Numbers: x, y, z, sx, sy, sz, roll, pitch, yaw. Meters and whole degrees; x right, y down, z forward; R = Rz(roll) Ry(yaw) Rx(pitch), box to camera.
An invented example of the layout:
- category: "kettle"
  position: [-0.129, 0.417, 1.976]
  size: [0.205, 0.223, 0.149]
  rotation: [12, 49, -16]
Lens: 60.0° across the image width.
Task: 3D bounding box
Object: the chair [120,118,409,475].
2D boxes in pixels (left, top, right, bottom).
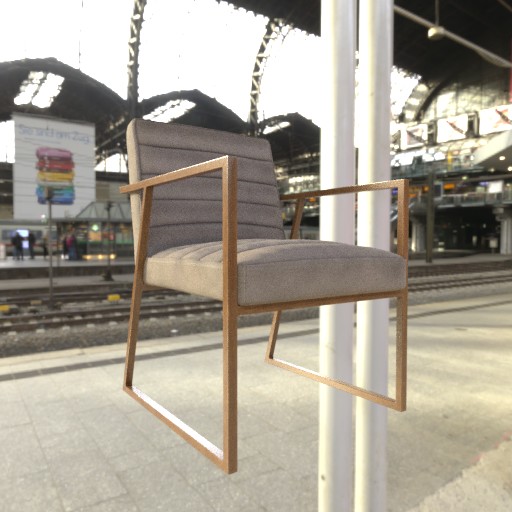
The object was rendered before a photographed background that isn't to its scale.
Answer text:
- category: "chair"
  position: [0.000, 0.000, 1.283]
  size: [0.578, 0.843, 0.682]
  rotation: [-1, 2, -35]
